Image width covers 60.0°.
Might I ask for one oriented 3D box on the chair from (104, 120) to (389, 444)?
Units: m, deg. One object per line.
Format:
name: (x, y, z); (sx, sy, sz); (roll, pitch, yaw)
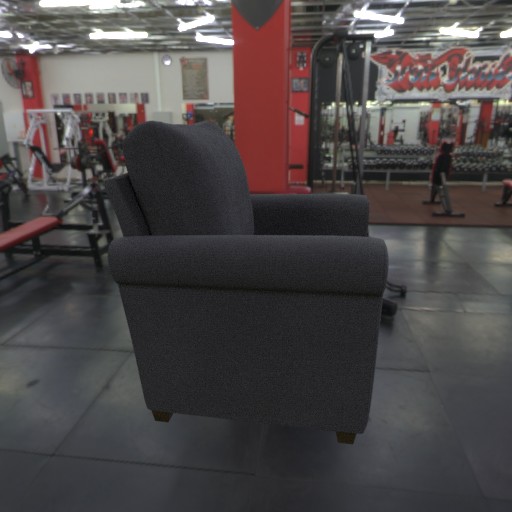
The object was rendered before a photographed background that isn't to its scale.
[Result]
chair: (0.000, 0.000, 1.611); (0.828, 0.942, 0.867); (3, 17, 10)
